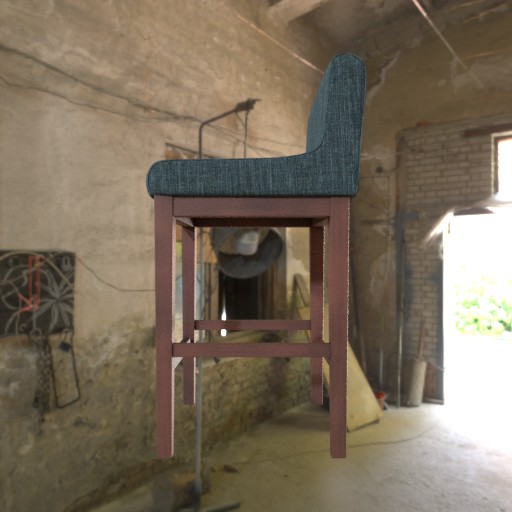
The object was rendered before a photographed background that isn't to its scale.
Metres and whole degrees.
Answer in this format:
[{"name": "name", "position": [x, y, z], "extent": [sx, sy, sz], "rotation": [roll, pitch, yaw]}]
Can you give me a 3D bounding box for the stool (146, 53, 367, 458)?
[{"name": "stool", "position": [0.000, 0.000, 1.090], "extent": [0.459, 0.835, 0.395], "rotation": [0, 0, 0]}]
